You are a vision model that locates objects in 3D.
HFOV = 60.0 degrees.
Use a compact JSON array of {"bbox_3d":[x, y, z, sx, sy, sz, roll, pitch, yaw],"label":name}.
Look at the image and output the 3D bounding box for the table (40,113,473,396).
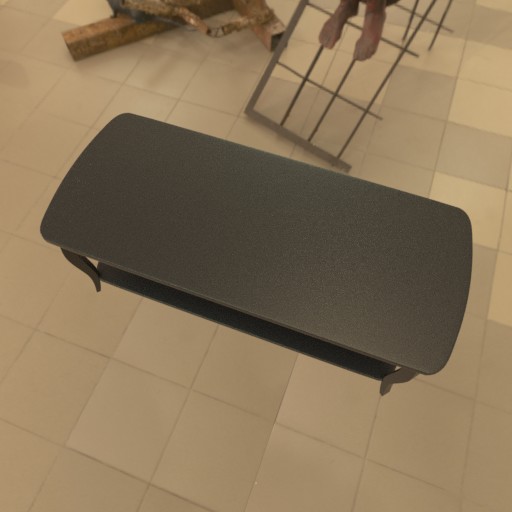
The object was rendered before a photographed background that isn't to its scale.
[{"bbox_3d":[0.000,0.000,1.604,1.333,0.457,0.571,18,64,9],"label":"table"}]
